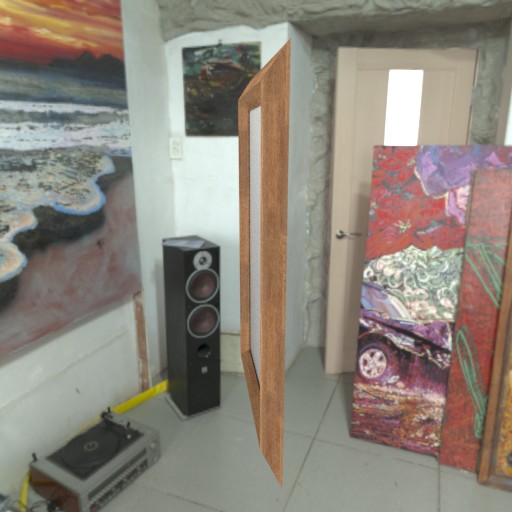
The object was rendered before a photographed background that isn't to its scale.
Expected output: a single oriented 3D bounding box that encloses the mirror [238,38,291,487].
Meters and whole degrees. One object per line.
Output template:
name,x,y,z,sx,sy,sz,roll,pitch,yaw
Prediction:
mirror,0.000,0.000,1.264,0.047,1.010,0.651,-2,15,-7
